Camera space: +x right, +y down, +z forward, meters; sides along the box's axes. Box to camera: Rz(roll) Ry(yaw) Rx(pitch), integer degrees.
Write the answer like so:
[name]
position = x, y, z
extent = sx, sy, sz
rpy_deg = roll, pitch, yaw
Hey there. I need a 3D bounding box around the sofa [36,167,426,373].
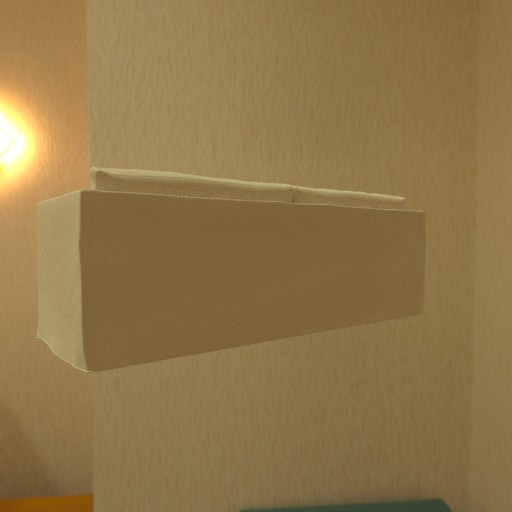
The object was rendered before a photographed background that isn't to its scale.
[sofa]
position = 0.000, 0.000, 3.233
extent = 2.779, 0.999, 1.036
rpy_deg = -2, 3, -37
